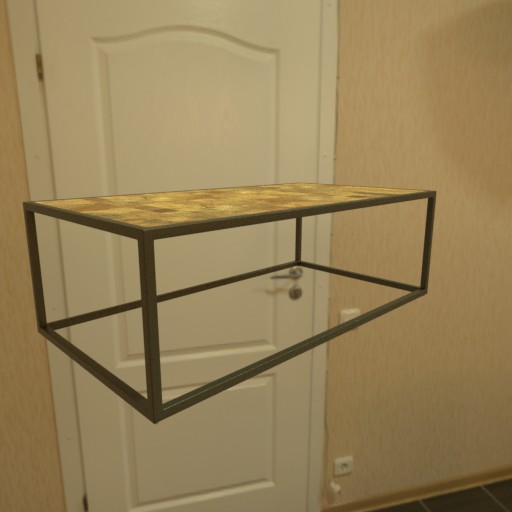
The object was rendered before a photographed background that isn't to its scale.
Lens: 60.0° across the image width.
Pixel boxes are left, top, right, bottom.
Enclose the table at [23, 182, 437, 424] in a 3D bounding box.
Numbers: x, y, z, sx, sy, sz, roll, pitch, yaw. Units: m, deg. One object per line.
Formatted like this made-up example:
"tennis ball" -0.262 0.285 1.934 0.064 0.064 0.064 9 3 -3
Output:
"table" 0.000 0.000 1.470 1.199 0.398 0.649 -12 18 -43
